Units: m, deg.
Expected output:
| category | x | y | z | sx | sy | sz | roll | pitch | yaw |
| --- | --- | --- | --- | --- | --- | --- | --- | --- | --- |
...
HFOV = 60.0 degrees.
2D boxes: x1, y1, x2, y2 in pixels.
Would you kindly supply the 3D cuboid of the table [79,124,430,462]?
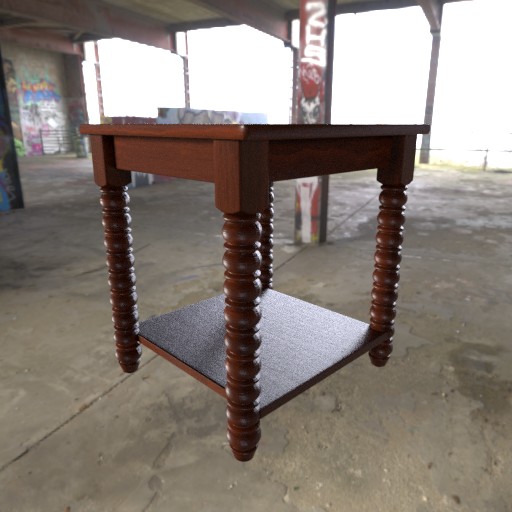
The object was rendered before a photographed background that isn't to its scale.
| category | x | y | z | sx | sy | sz | roll | pitch | yaw |
| --- | --- | --- | --- | --- | --- | --- | --- | --- | --- |
| table | 0.000 | 0.000 | 0.993 | 0.533 | 0.567 | 0.500 | -16 | 23 | -42 |
